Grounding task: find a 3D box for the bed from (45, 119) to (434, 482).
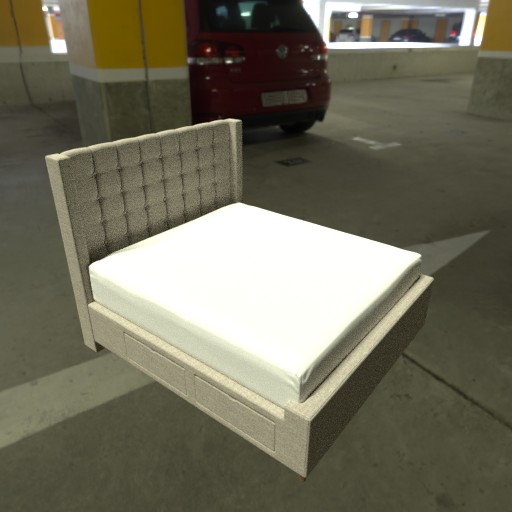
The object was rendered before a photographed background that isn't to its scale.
[{"bbox_3d":[0.000,0.000,3.704,2.372,1.748,2.044,19,32,34],"label":"bed"}]
